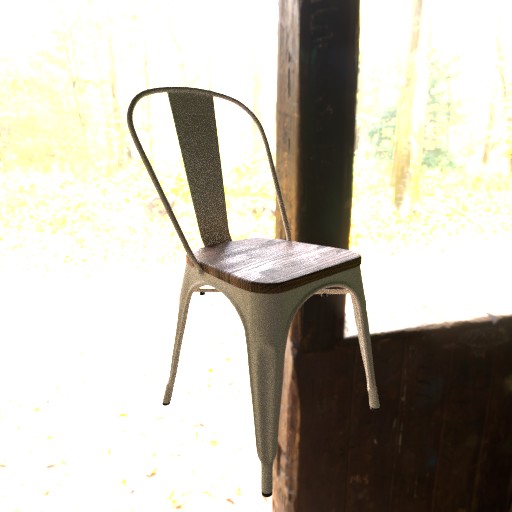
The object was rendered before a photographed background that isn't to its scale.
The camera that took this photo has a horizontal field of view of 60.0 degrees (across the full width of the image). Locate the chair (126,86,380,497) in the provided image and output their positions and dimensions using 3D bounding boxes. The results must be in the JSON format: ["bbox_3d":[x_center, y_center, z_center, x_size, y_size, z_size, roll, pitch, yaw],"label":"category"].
[{"bbox_3d":[0.000,0.000,1.132,0.452,0.851,0.521,-14,20,-43],"label":"chair"}]
